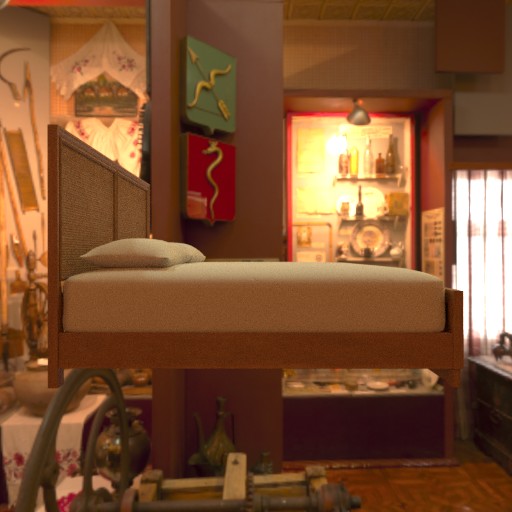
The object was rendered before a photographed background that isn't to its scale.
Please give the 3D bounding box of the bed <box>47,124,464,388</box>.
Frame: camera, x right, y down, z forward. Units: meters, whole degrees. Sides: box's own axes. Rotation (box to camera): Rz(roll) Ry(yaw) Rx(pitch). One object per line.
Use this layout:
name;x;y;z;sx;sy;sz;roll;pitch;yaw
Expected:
bed;0.000;0.000;3.327;2.184;1.387;2.003;0;0;0
